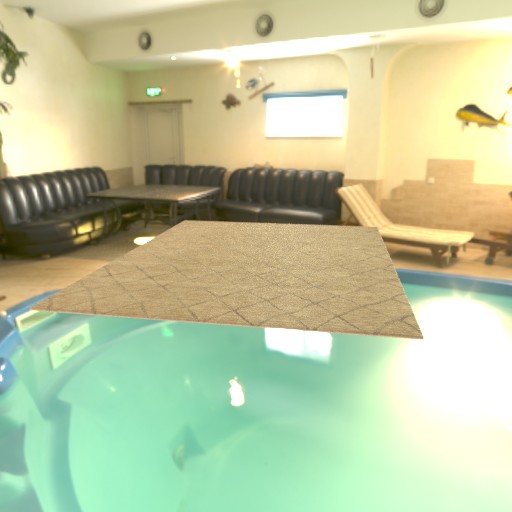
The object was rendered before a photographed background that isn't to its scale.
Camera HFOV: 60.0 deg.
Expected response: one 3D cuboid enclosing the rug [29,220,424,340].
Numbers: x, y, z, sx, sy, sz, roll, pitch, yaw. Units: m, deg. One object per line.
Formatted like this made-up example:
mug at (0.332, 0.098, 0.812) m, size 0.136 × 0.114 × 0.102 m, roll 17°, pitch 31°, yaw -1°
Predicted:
rug at (0.000, 0.000, 4.083) m, size 2.420 × 0.019 × 3.038 m, roll 3°, pitch 16°, yaw 10°
